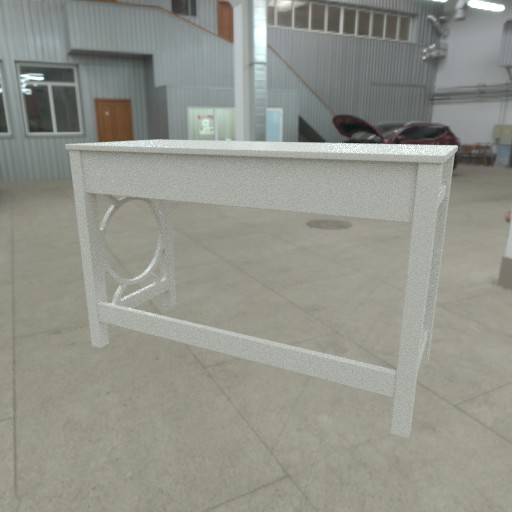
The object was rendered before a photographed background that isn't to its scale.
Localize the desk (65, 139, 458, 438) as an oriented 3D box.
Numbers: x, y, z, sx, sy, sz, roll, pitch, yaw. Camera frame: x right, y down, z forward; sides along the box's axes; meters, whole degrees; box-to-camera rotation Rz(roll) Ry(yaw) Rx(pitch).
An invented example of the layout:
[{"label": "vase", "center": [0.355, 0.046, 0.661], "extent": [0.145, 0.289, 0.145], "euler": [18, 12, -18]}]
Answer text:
[{"label": "desk", "center": [0.000, 0.000, 1.565], "extent": [1.191, 0.762, 0.504], "euler": [8, 19, 26]}]
